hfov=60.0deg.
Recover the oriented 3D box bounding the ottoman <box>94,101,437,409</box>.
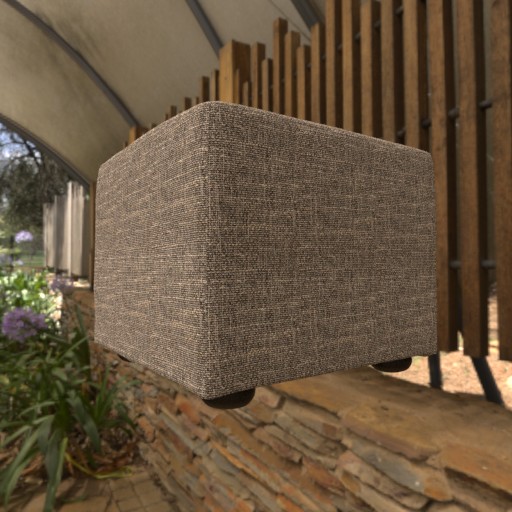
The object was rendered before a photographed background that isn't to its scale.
[{"bbox_3d":[0.000,0.000,0.912,0.521,0.453,0.512,1,-1,-35],"label":"ottoman"}]
